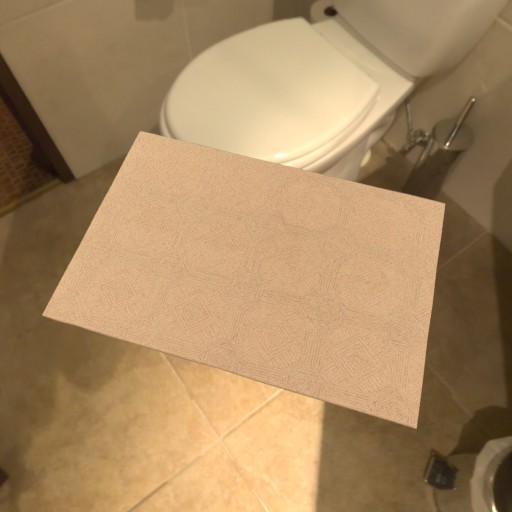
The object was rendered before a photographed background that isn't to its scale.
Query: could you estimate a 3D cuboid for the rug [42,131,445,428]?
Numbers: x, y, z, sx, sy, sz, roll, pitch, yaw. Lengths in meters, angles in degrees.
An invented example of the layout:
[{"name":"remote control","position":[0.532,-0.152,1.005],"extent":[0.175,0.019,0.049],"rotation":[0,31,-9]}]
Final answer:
[{"name":"rug","position":[0.000,0.000,2.327],"extent":[1.839,0.009,1.236],"rotation":[15,65,7]}]
